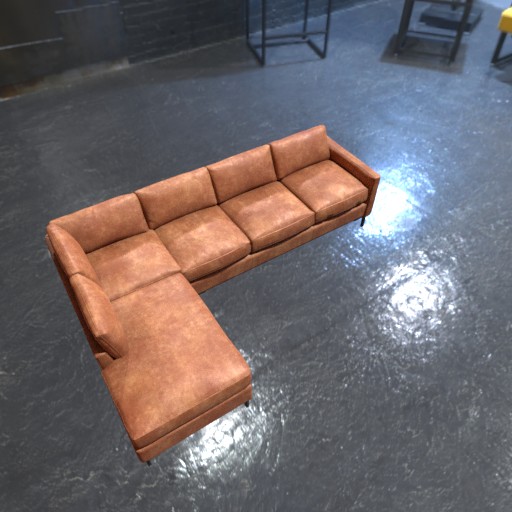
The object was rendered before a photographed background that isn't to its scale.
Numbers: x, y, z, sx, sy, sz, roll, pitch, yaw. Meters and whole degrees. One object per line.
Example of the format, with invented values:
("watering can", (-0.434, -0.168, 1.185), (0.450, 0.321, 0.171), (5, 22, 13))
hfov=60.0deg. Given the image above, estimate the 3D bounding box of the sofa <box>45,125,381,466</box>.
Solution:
("sofa", (0.000, 0.000, 3.790), (2.984, 0.877, 1.938), (-25, 51, -22))
